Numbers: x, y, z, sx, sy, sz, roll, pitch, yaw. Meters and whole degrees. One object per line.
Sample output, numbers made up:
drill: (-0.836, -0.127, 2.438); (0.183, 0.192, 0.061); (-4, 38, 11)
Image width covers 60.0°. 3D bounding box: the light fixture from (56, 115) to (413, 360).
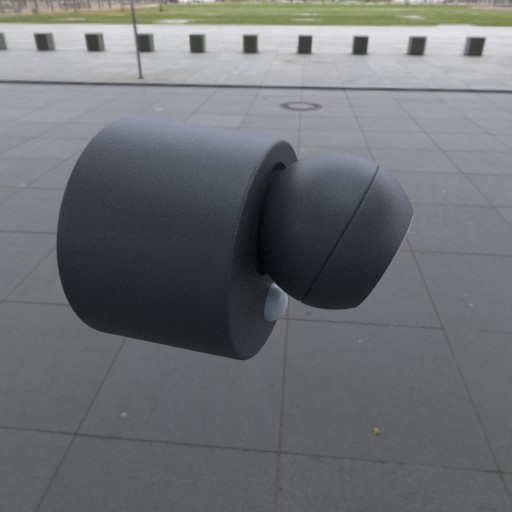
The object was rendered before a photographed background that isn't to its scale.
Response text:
light fixture: (0.000, 0.000, 0.255); (0.160, 0.143, 0.134); (11, 32, 18)
